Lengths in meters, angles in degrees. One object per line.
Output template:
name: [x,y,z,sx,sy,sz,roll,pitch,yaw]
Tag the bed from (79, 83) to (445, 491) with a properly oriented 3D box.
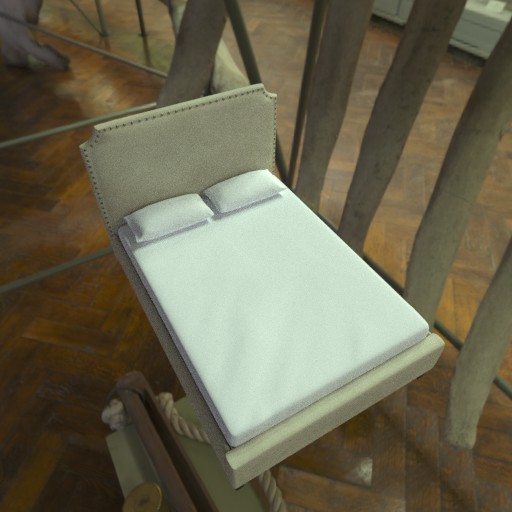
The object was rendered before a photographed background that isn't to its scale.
bed: [0.000,0.000,3.305,1.712,1.443,2.372,-22,50,-21]
